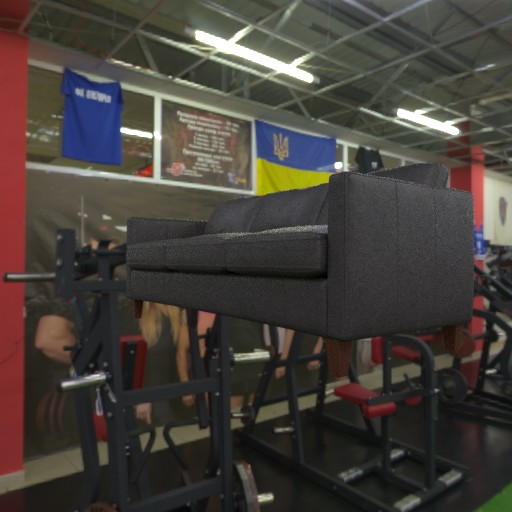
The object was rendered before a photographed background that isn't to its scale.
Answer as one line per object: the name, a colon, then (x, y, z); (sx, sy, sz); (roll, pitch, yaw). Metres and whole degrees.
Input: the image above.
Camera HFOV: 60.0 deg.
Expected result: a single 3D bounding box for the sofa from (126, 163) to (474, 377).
sofa: (0.000, 0.000, 2.969); (1.045, 1.006, 2.464); (0, -1, -36)
